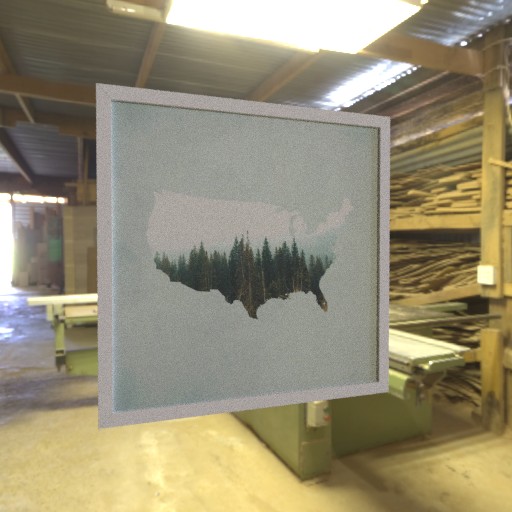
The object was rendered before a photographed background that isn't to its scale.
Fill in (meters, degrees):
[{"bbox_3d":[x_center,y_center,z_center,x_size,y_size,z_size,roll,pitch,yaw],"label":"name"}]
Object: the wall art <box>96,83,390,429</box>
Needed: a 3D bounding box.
[{"bbox_3d":[0.000,0.000,0.755,0.509,0.509,0.040,0,1,-19],"label":"wall art"}]
